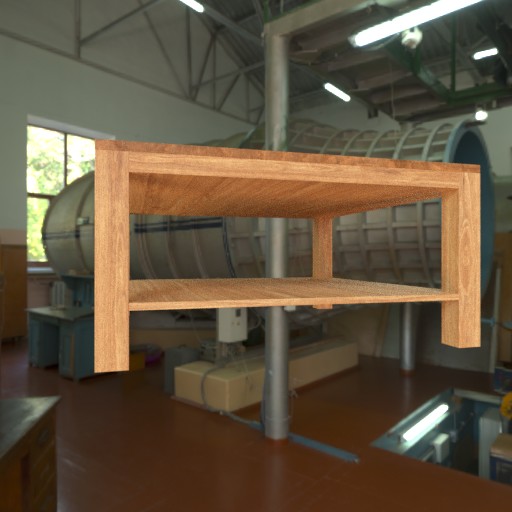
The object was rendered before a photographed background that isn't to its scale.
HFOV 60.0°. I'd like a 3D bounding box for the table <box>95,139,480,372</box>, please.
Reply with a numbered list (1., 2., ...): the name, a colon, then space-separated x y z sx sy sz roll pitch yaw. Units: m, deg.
1. table: 0.000 0.000 1.408 0.900 0.450 0.900 0 0 -16
